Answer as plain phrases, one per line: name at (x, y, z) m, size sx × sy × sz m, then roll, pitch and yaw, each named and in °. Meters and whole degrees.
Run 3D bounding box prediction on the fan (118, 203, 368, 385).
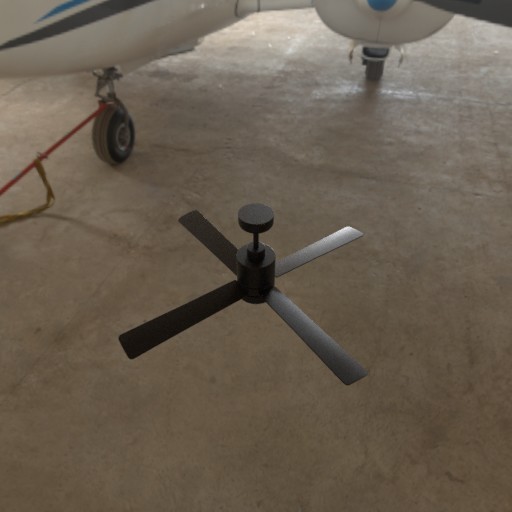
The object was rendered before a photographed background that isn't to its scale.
fan at (0.000, 0.000, 2.277) m, size 1.525 × 0.534 × 1.525 m, roll -25°, pitch 47°, yaw -26°
